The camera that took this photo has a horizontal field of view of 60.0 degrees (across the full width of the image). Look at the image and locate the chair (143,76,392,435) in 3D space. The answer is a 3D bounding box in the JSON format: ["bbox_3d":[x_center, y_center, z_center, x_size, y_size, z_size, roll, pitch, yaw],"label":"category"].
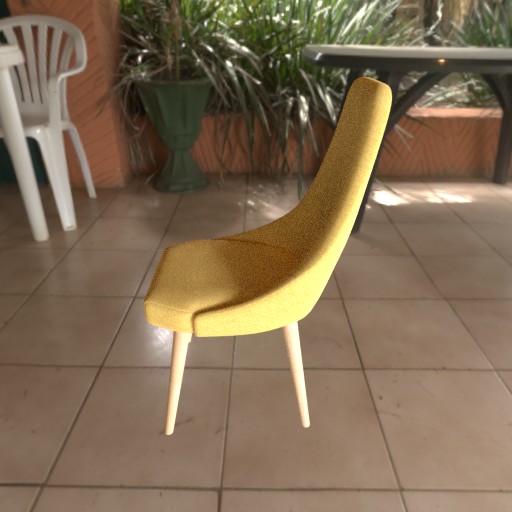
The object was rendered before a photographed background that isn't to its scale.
[{"bbox_3d":[0.000,0.000,1.401,0.660,1.040,0.510,0,27,-1],"label":"chair"}]
